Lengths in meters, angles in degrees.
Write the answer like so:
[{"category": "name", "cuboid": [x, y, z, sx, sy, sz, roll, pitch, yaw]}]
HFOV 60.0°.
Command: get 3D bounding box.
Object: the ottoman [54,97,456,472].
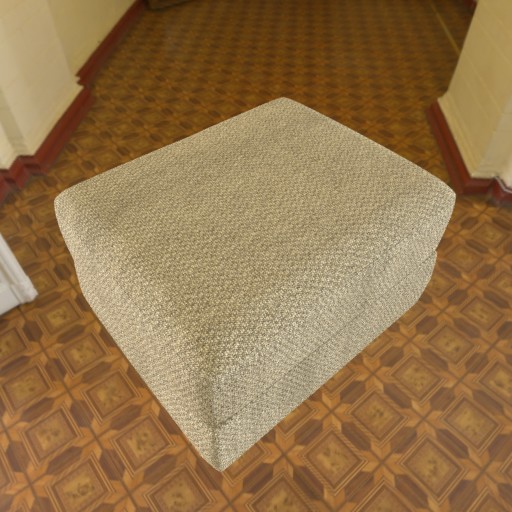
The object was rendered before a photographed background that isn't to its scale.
[{"category": "ottoman", "cuboid": [0.000, 0.000, 1.110, 0.751, 0.476, 0.603, -32, 54, -26]}]
